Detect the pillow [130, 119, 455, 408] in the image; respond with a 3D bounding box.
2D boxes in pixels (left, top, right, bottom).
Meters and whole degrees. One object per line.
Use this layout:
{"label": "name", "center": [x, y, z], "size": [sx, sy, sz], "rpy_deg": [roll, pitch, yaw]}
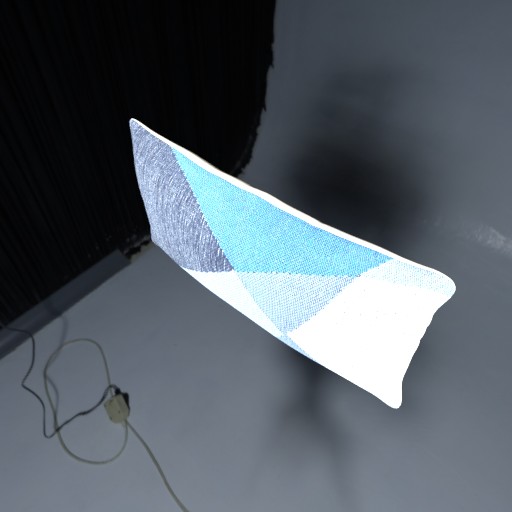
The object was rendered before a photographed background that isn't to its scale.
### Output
{"label": "pillow", "center": [0.000, 0.000, 0.746], "size": [0.604, 0.307, 0.148], "rpy_deg": [32, 53, 27]}
